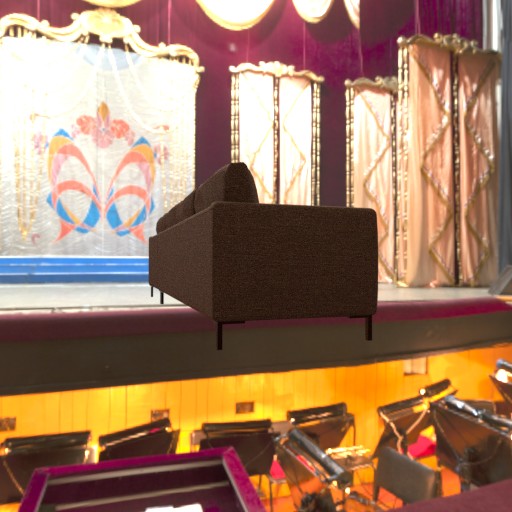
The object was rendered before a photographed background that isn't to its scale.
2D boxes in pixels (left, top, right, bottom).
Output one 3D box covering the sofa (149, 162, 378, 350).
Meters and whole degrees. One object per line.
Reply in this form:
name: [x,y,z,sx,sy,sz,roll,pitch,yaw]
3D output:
sofa: [0.000,0.000,3.711,1.483,0.892,3.221,0,-1,-19]
